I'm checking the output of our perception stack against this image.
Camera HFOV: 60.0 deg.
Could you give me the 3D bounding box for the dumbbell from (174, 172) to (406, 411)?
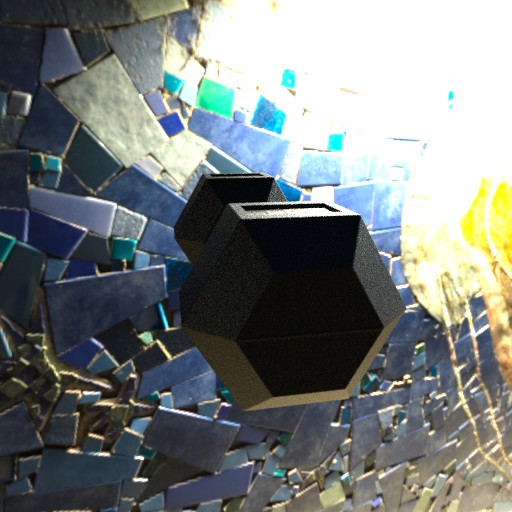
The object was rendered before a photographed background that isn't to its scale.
[{"bbox_3d":[0.000,0.000,0.444,0.157,0.137,0.361,-3,16,-11],"label":"dumbbell"}]
